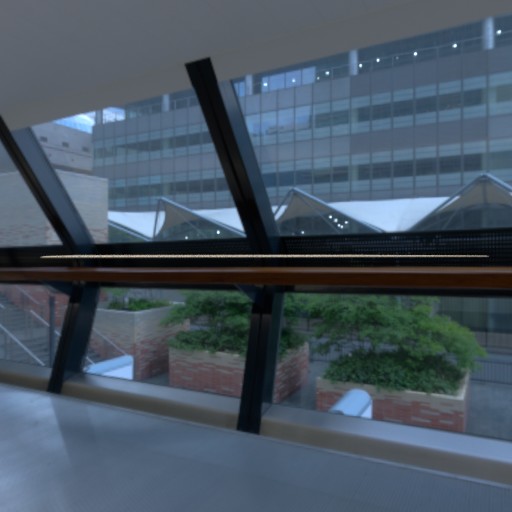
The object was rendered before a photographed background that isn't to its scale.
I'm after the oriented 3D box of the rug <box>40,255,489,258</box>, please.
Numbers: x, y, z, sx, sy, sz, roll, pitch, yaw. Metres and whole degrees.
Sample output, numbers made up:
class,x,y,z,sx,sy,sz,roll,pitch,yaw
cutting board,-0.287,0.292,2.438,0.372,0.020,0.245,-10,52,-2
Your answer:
class,x,y,z,sx,sy,sz,roll,pitch,yaw
rug,0.000,0.000,3.029,2.448,0.008,1.541,0,0,-17
